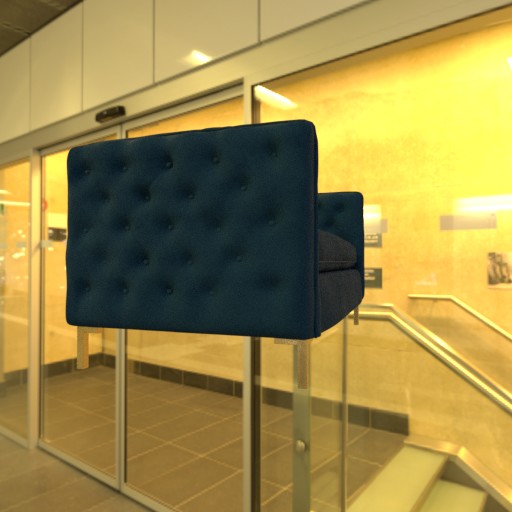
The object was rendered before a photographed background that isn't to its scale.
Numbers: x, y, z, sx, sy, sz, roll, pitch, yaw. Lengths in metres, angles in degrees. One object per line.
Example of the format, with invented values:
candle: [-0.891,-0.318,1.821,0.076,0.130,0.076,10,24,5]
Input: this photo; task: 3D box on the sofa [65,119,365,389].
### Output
sofa: [0.000,0.000,2.136,0.909,0.810,1.583,0,-1,19]
